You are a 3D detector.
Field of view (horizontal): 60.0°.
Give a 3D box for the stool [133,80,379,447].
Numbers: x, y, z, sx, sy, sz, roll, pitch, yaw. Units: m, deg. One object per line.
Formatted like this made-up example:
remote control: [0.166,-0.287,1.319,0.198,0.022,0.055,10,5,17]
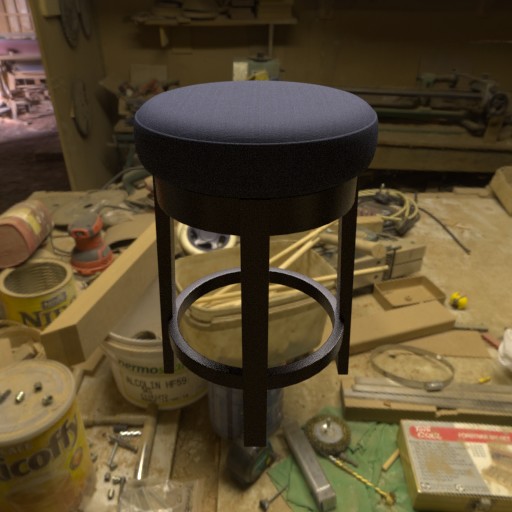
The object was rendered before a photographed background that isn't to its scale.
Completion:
stool: [0.000,0.000,0.937,0.449,0.655,0.449,0,31,0]
